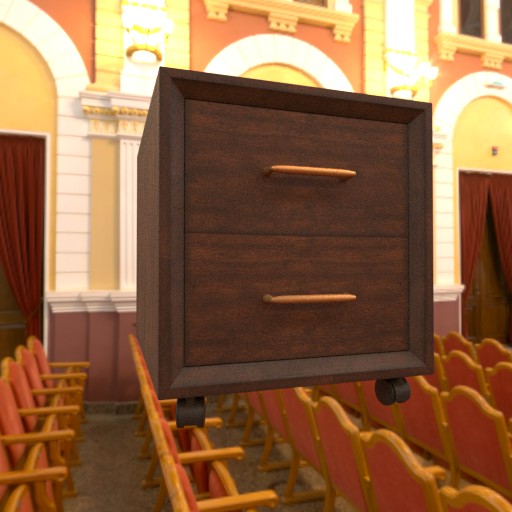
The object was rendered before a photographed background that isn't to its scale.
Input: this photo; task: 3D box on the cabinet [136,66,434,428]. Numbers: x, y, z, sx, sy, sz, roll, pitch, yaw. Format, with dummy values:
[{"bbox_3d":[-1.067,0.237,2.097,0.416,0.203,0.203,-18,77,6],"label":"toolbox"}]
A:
[{"bbox_3d":[0.000,0.000,0.822,0.402,0.455,0.500,0,-1,-18],"label":"cabinet"}]
